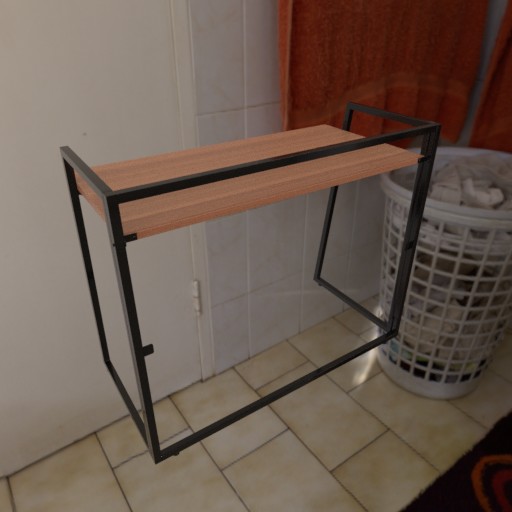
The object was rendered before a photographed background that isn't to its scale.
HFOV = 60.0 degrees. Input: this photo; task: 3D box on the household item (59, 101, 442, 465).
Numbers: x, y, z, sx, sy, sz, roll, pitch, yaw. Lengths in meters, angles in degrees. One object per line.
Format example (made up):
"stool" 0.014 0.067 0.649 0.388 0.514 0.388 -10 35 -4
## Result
"household item" 0.000 0.000 1.524 1.050 0.860 0.510 -18 35 -28
